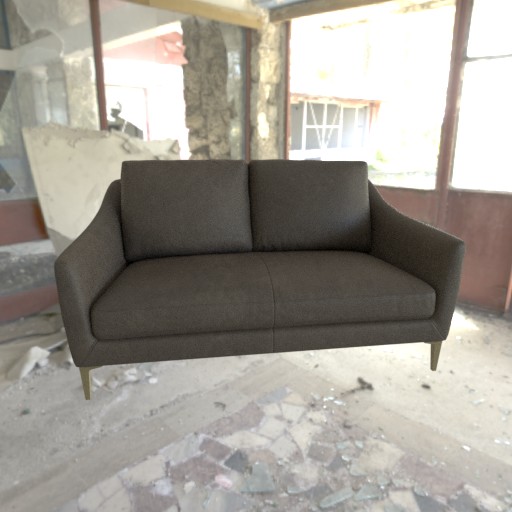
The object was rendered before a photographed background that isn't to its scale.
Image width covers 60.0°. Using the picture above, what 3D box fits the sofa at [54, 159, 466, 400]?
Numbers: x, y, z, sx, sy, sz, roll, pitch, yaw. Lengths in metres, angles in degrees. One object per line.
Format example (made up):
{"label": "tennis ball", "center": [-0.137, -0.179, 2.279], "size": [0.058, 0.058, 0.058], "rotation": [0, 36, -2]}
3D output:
{"label": "sofa", "center": [0.000, 0.000, 2.176], "size": [1.619, 0.902, 0.960], "rotation": [-2, 16, -8]}
